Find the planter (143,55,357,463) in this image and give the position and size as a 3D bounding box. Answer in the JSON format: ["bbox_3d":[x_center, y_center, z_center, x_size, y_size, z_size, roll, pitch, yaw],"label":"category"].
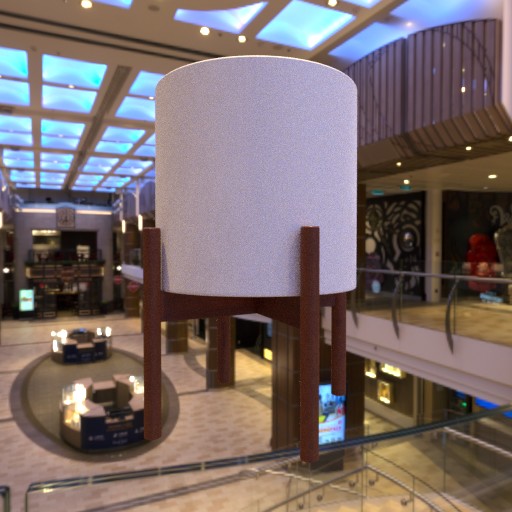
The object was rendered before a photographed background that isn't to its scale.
[{"bbox_3d":[0.000,0.000,0.945,0.417,0.670,0.417,0,1,18],"label":"planter"}]
